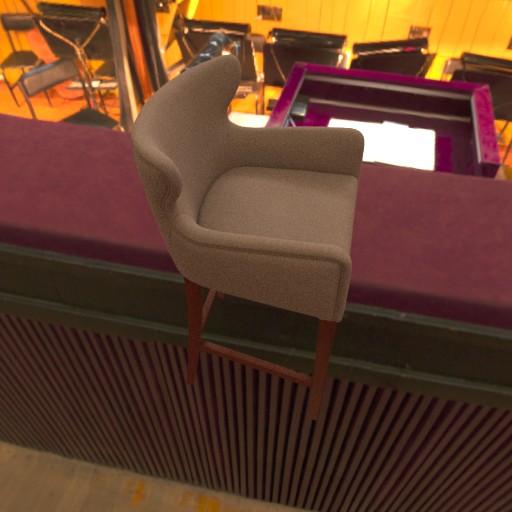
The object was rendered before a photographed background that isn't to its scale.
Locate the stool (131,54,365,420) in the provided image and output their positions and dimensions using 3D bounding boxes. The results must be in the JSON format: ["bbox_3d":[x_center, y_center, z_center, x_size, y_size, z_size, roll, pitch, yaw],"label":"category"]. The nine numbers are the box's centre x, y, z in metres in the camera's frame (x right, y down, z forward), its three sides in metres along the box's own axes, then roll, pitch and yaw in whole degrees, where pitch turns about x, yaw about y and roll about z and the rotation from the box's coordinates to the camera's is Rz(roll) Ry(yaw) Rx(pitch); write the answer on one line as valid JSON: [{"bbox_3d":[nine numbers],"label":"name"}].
[{"bbox_3d":[0.000,0.000,1.433,0.575,1.047,0.575,9,47,9],"label":"stool"}]
